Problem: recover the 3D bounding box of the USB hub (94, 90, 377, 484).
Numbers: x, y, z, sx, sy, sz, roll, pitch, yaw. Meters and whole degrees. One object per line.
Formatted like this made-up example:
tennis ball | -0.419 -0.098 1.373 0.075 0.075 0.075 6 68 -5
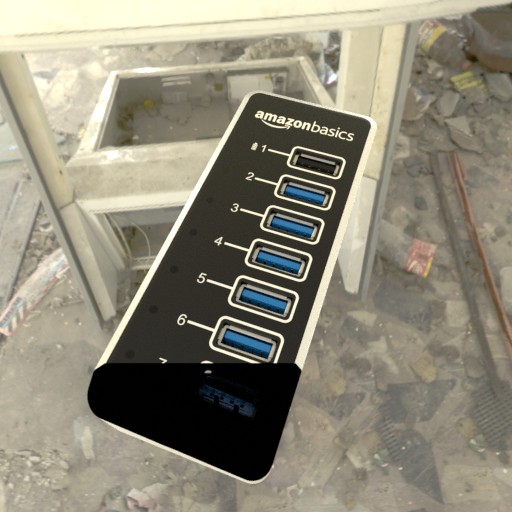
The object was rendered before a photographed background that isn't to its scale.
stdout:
USB hub | 0.000 0.000 0.128 0.044 0.023 0.110 17 61 10
